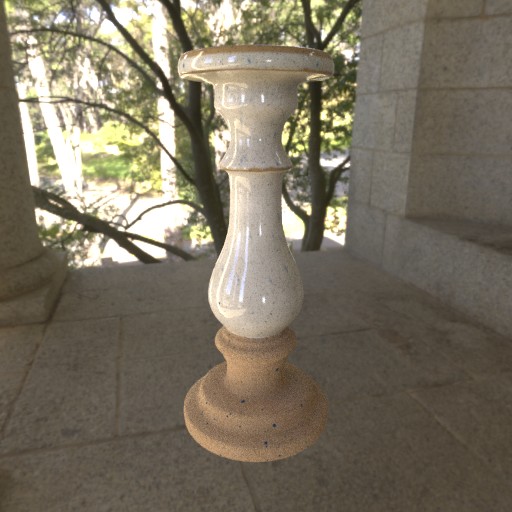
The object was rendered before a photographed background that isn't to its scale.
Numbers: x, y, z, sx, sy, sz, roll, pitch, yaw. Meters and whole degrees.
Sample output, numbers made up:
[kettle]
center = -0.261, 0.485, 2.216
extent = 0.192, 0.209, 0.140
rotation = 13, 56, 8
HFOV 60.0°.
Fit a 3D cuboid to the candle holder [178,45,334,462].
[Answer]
[candle holder]
center = 0.000, 0.000, 0.246
extent = 0.088, 0.203, 0.088
rotation = 0, 17, 0
